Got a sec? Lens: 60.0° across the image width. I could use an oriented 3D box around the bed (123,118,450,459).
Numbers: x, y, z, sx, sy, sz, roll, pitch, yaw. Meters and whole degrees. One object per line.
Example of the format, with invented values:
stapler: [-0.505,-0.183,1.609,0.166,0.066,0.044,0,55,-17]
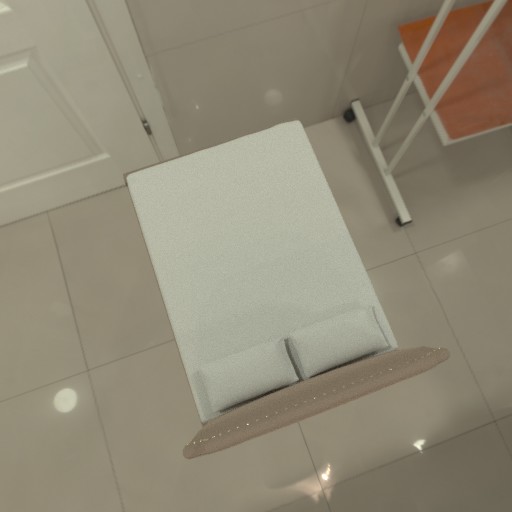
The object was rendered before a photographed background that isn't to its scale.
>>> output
bed: [0.000,0.000,3.481,1.713,1.443,2.372,-19,76,-5]
